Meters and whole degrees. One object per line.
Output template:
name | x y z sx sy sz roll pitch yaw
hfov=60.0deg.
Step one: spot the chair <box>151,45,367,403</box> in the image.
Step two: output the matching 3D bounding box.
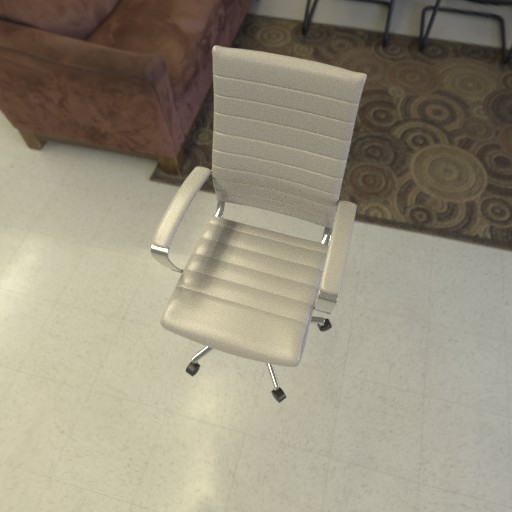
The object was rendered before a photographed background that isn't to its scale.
chair | 0.000 0.000 1.565 0.679 1.149 0.667 15 59 9
